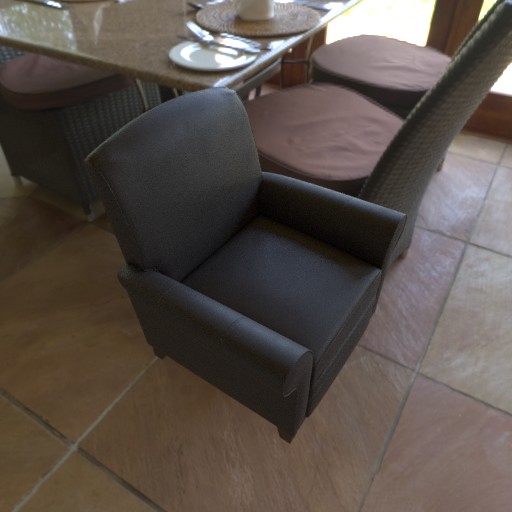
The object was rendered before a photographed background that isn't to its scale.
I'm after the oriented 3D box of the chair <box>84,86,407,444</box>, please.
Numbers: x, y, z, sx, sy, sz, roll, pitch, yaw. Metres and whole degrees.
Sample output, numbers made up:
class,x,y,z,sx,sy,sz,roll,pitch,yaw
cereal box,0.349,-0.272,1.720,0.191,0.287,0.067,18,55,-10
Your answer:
class,x,y,z,sx,sy,sz,roll,pitch,yaw
chair,0.000,0.000,1.794,0.902,1.061,0.978,25,48,25
